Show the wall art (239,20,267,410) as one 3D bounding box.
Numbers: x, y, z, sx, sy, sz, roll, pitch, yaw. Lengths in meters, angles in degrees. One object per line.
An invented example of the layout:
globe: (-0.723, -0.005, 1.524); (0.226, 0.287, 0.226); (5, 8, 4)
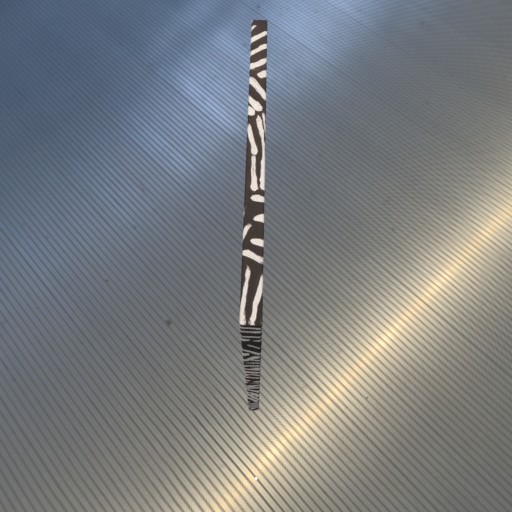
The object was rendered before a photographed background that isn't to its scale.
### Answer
wall art: (0.000, 0.000, 1.350); (0.038, 1.017, 0.765); (1, 63, 1)
